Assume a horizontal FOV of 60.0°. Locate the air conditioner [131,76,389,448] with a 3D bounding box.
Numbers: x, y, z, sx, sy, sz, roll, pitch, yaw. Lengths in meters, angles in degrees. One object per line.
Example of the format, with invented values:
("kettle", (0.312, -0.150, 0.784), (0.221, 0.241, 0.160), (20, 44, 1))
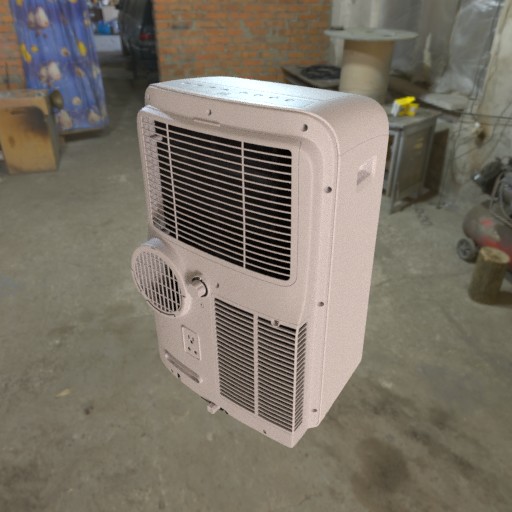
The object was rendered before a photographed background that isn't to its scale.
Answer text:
("air conditioner", (0.000, 0.000, 0.959), (0.454, 0.700, 0.365), (22, 38, 31))
